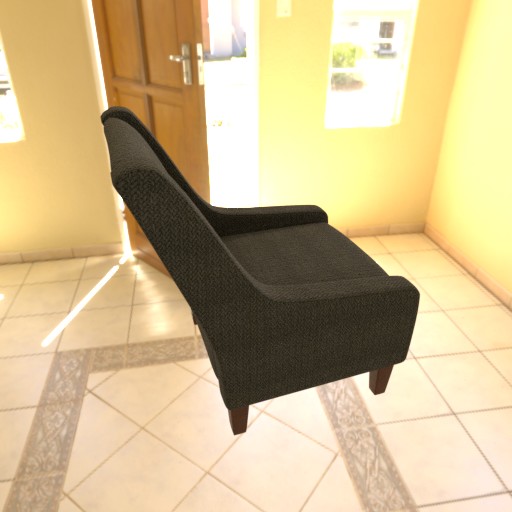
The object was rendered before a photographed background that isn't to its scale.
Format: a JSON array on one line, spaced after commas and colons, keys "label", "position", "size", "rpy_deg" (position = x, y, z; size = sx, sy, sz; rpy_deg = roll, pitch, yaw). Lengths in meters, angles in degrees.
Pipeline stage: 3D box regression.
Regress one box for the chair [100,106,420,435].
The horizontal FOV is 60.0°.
[{"label": "chair", "position": [0.000, 0.000, 1.672], "size": [0.944, 1.012, 0.793], "rpy_deg": [-10, 31, -17]}]
